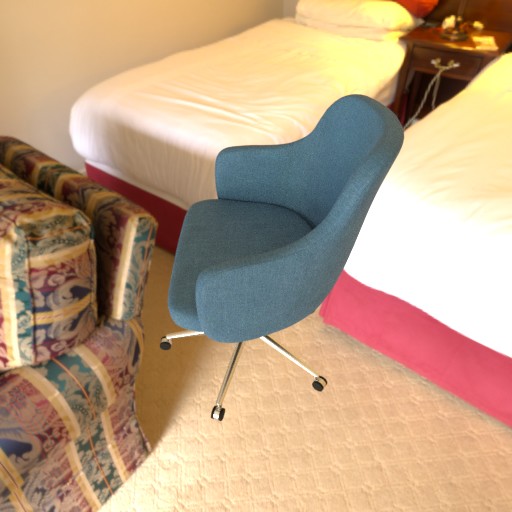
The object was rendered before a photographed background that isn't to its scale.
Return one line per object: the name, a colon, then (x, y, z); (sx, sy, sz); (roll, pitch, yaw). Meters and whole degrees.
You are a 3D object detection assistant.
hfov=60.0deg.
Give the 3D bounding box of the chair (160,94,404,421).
chair: (0.000, 0.000, 1.266); (0.655, 0.820, 0.599); (0, 40, 0)
